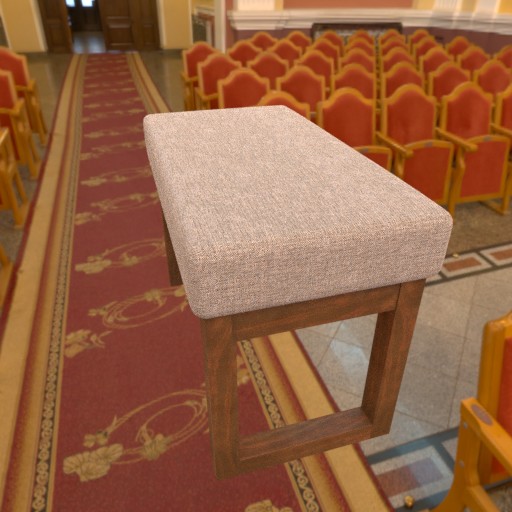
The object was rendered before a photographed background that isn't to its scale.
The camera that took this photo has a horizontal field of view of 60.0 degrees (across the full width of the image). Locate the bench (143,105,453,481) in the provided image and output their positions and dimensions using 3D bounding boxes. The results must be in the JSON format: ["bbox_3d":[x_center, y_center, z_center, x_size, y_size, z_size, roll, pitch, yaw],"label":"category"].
[{"bbox_3d":[0.000,0.000,0.937,0.366,0.467,0.681,-9,32,-14],"label":"bench"}]
